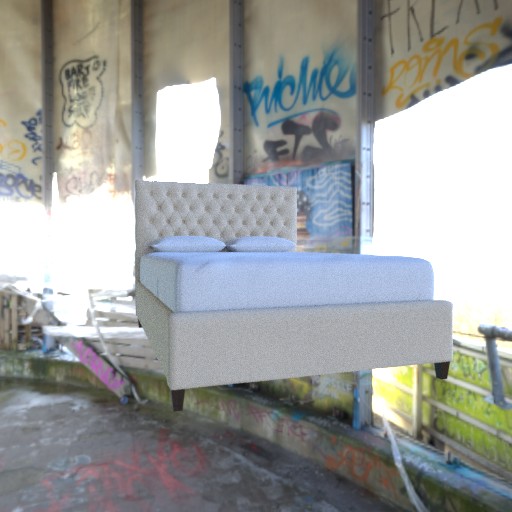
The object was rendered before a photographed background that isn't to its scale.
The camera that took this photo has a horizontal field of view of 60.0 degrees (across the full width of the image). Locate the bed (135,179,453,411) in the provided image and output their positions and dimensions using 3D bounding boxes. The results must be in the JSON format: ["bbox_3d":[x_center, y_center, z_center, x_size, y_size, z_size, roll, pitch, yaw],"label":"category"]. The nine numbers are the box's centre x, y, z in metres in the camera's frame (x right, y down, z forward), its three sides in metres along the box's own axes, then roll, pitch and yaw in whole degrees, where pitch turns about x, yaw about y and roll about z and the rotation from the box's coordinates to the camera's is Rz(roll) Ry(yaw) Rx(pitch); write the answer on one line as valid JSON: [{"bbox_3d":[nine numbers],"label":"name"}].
[{"bbox_3d":[0.000,0.000,3.466,1.698,1.427,2.387,0,1,-19],"label":"bed"}]
